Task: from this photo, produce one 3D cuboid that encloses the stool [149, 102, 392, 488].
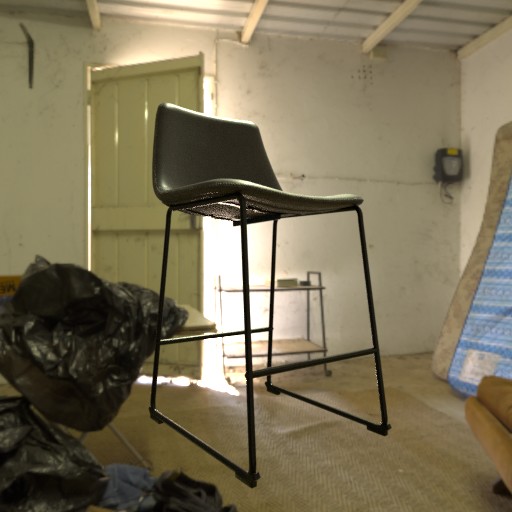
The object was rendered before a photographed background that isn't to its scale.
[{"bbox_3d":[0.000,0.000,1.167,0.470,0.876,0.546,0,0,-37],"label":"stool"}]
